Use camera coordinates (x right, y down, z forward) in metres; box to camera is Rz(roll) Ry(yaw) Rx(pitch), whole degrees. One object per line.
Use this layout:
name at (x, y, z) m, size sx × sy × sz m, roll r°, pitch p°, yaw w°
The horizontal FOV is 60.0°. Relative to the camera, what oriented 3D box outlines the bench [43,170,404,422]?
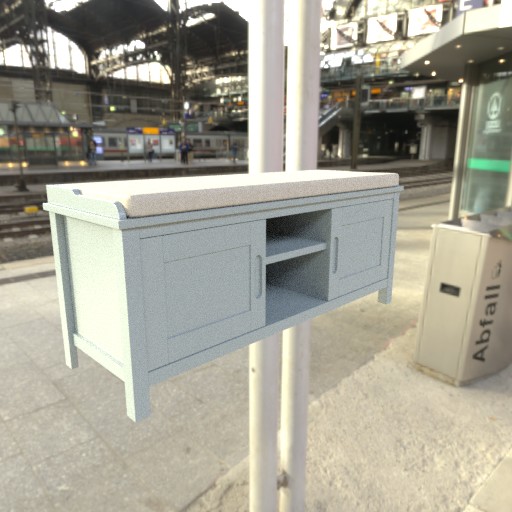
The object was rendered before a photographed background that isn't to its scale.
bench at (0.000, 0.000, 1.433) m, size 1.140 × 0.501 × 0.398 m, roll -13°, pitch 19°, yaw -43°
